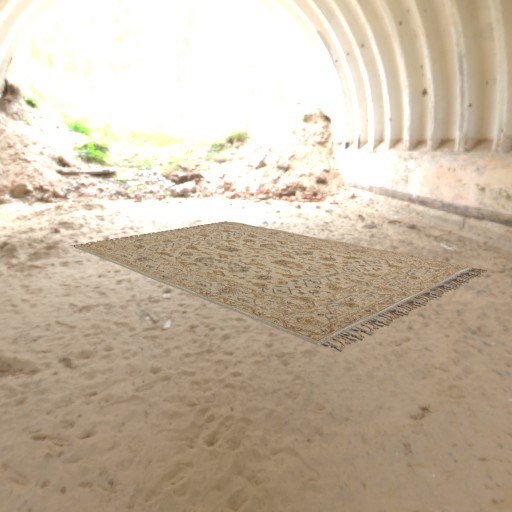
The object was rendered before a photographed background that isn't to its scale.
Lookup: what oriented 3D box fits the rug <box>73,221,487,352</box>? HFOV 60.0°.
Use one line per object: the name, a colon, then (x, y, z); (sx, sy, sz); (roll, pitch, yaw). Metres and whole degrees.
rug: (0.000, 0.000, 2.974); (1.529, 0.027, 2.434); (-14, 20, -42)
